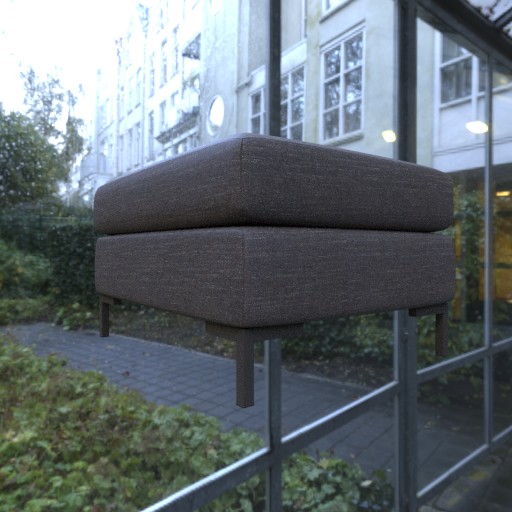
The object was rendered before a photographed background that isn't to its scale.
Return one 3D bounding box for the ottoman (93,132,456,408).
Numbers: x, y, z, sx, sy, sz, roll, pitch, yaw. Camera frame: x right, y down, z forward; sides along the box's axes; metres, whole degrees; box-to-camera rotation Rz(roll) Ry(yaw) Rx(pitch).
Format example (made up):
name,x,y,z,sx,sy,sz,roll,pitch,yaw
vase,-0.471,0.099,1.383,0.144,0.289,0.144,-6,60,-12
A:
name,x,y,z,sx,sy,sz,roll,pitch,yaw
ottoman,0.000,0.000,1.218,0.671,0.490,0.820,-1,1,-37
